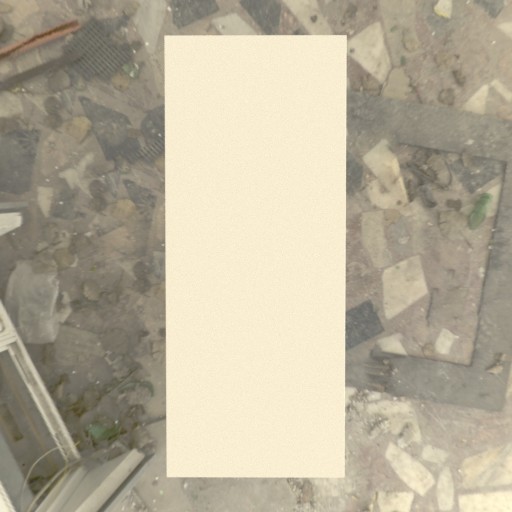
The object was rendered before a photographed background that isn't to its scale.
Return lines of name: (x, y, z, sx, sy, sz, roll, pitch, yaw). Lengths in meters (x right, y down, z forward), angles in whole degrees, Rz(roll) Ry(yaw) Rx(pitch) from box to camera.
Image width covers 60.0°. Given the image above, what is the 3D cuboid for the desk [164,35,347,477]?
desk: (0.000, 0.000, 1.761, 0.559, 0.774, 1.372, 0, 91, 0)
